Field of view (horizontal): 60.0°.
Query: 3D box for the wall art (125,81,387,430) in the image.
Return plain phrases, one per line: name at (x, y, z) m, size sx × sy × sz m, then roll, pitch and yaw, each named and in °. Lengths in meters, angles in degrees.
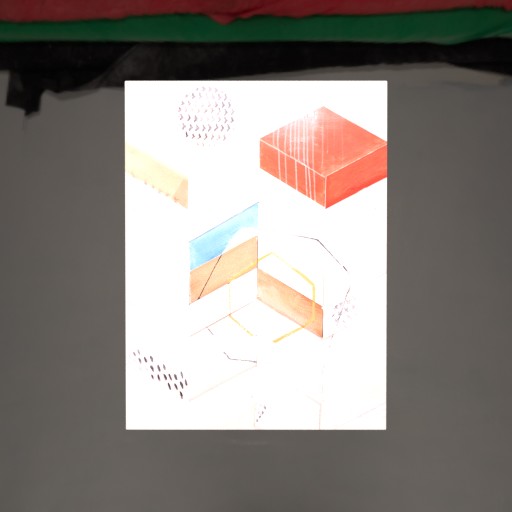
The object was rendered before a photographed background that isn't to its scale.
wall art at (0.000, 0.000, 1.572) m, size 0.914 × 1.221 × 0.046 m, roll 0°, pitch 1°, yaw 0°
